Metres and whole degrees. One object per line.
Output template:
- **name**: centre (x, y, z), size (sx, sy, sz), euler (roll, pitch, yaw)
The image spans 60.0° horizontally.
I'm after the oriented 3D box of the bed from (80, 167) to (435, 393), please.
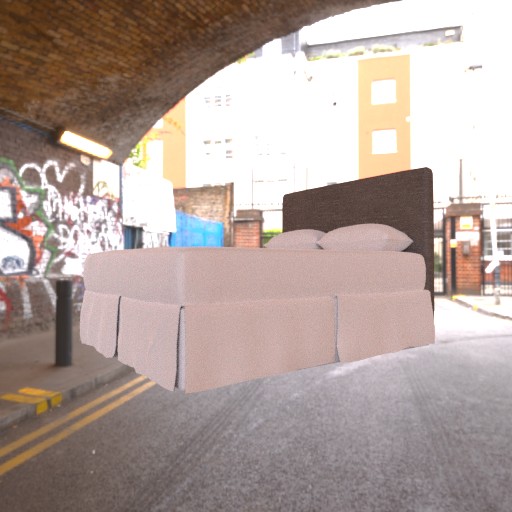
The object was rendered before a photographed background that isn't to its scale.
- **bed**: centre (0.000, 0.000, 3.278), size (2.142, 1.330, 1.723), euler (1, -1, -37)
